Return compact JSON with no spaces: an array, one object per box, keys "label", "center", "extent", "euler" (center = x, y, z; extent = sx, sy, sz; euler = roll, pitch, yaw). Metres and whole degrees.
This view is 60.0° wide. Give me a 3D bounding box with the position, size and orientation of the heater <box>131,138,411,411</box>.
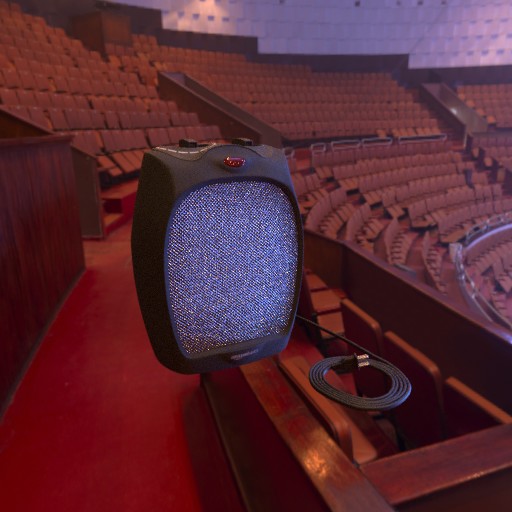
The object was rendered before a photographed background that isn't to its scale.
[{"label":"heater","center":[0.000,0.000,0.472],"extent":[0.239,0.240,0.291],"euler":[-8,19,-26]}]
